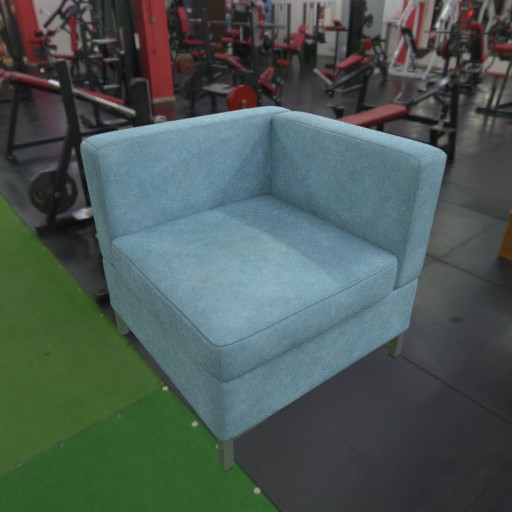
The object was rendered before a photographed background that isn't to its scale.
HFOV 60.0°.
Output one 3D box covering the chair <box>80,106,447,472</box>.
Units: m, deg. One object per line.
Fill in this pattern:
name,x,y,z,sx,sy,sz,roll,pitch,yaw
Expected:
chair,0.000,0.000,1.249,0.691,0.660,0.684,-21,36,-32
